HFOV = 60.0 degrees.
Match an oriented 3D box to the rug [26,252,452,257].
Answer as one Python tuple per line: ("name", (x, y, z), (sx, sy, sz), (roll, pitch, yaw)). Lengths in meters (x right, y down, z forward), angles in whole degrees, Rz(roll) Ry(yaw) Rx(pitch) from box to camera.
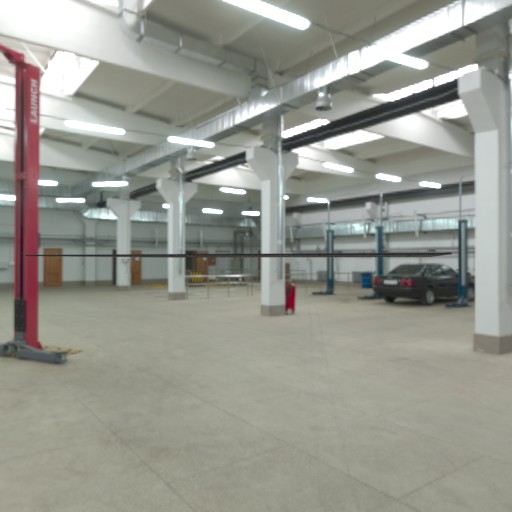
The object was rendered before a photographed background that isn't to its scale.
("rug", (0.000, 0.000, 2.924), (2.232, 0.009, 1.630), (0, -1, 19))
